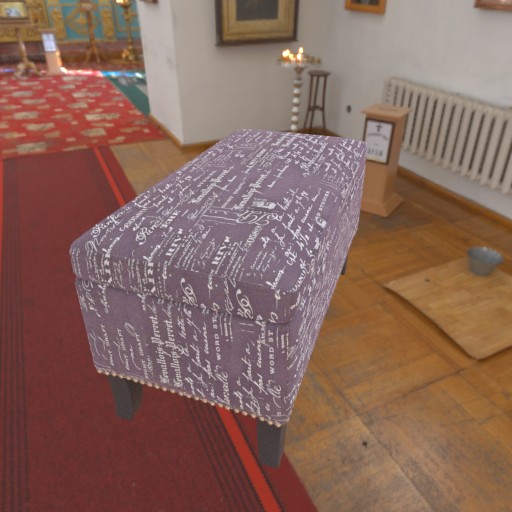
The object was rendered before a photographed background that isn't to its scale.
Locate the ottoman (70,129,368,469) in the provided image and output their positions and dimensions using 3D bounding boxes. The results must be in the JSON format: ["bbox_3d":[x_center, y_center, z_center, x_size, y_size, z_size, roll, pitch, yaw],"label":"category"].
[{"bbox_3d":[0.000,0.000,1.104,0.406,0.457,0.813,10,32,17],"label":"ottoman"}]
